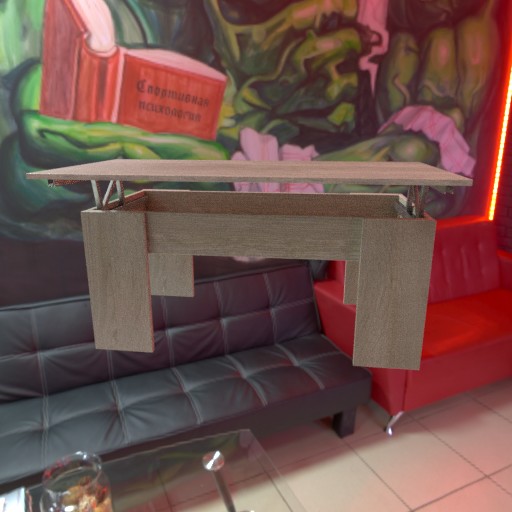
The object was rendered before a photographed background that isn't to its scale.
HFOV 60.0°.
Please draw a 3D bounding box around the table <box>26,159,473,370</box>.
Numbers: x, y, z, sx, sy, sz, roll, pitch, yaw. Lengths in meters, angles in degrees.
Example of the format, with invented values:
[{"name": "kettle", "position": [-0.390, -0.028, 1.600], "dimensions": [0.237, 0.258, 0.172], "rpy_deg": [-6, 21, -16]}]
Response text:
[{"name": "table", "position": [0.000, 0.000, 1.397], "dimensions": [1.000, 0.570, 0.711], "rpy_deg": [2, 16, 7]}]
